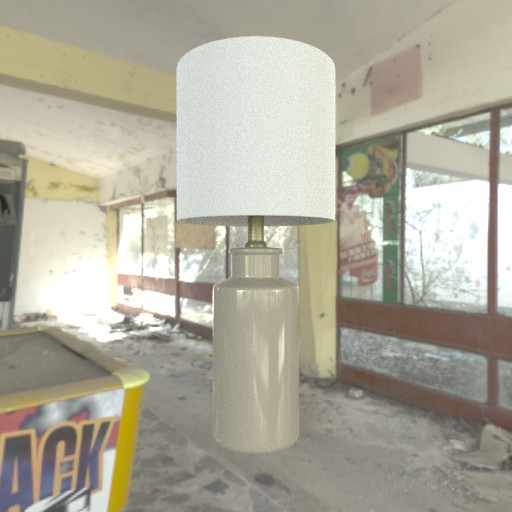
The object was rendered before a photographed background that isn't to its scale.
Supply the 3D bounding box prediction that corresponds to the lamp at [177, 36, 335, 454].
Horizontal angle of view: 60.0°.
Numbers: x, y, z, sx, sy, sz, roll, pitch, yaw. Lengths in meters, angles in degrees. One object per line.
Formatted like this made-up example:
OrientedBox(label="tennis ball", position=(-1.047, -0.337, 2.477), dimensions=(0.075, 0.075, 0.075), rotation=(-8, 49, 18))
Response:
OrientedBox(label="lamp", position=(0.000, 0.000, 0.602), dimensions=(0.212, 0.493, 0.212), rotation=(0, 0, -1))
